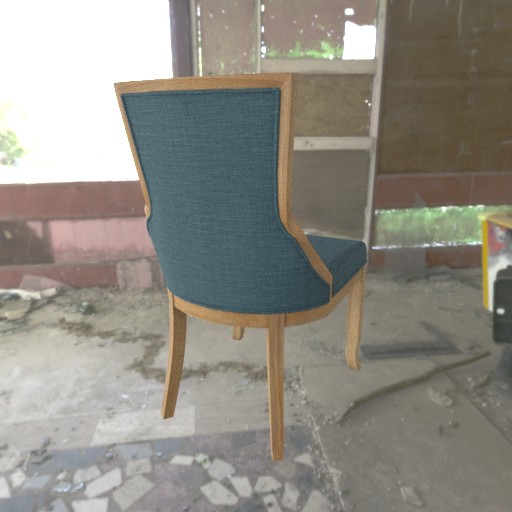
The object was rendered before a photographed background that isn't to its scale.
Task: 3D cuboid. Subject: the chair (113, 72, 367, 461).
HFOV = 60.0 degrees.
[{"bbox_3d":[0.000,0.000,1.316,0.524,0.947,0.641,9,19,26],"label":"chair"}]
